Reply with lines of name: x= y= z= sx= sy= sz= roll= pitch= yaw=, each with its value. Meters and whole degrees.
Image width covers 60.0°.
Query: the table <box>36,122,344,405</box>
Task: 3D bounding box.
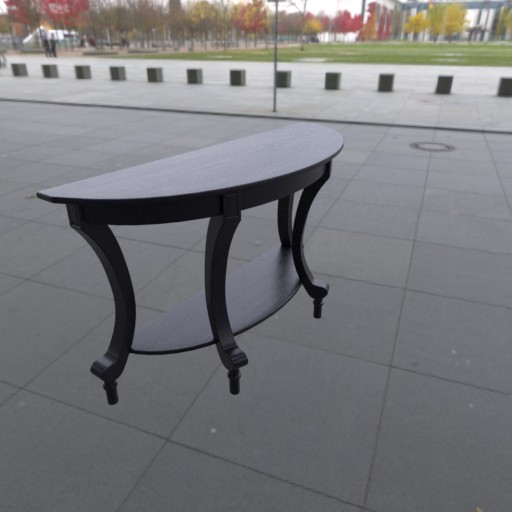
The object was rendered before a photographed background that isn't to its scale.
table: x=0.000 y=0.000 z=1.516 sx=0.394 sy=0.692 sz=1.198 roll=18 pitch=32 yaw=32
